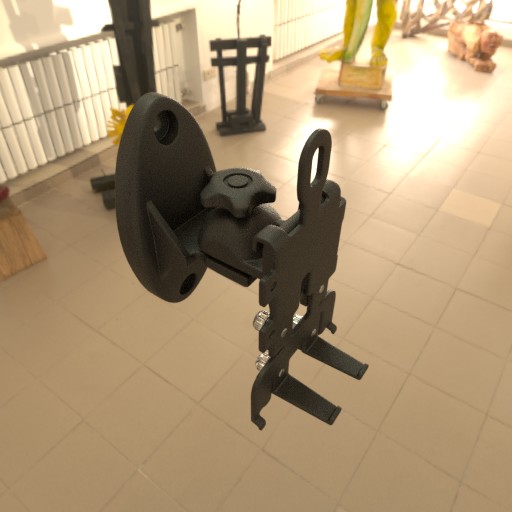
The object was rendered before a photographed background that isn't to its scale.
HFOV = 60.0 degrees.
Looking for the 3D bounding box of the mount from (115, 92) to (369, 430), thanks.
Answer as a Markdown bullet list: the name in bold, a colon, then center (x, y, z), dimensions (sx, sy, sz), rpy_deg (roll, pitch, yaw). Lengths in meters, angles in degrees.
- **mount**: center (0.000, 0.000, 0.176), dimensions (0.100, 0.118, 0.066), rpy_deg (25, 47, 26)
